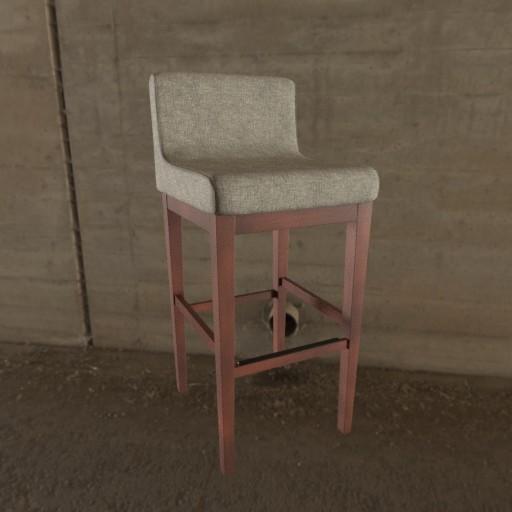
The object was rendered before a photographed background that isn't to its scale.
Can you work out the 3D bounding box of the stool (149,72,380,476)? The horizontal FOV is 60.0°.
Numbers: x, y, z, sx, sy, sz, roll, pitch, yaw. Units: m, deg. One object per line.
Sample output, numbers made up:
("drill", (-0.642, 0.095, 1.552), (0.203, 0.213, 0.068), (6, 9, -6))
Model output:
("stool", (0.000, 0.000, 1.219), (0.426, 0.965, 0.499), (-8, 19, -25))
